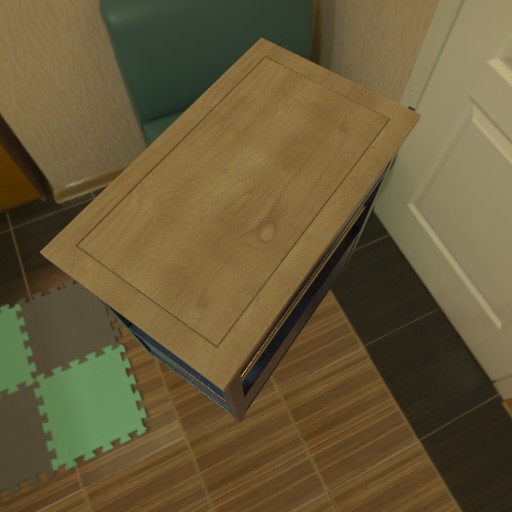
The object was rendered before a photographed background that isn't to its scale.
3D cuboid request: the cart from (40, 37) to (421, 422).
[{"bbox_3d":[0.000,0.000,1.374,0.459,0.901,0.840,33,68,15],"label":"cart"}]
